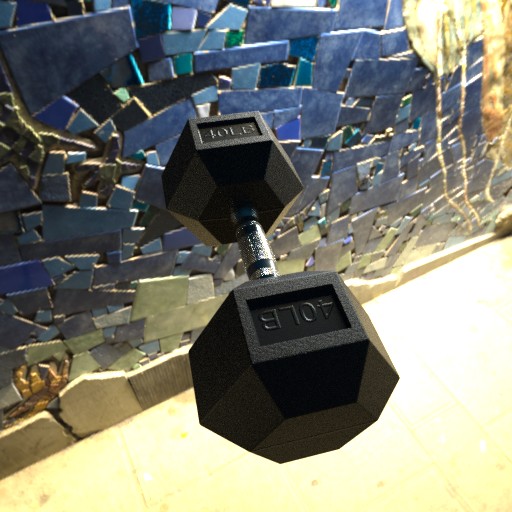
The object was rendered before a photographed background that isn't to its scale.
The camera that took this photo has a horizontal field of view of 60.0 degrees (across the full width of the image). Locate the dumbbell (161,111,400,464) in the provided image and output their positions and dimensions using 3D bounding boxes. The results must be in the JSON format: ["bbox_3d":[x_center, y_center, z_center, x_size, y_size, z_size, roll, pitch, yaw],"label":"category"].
[{"bbox_3d":[0.000,0.000,0.434,0.157,0.137,0.361,-10,47,-9],"label":"dumbbell"}]
